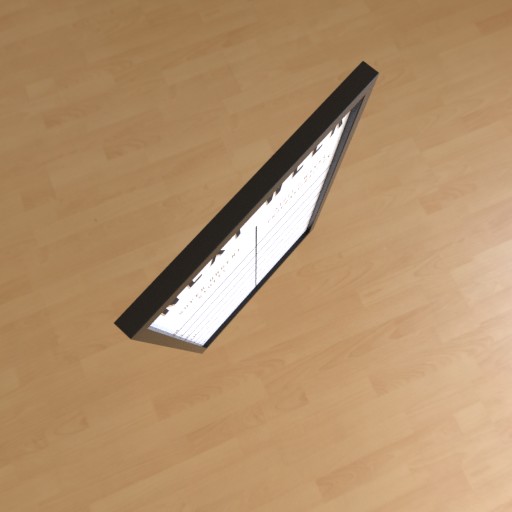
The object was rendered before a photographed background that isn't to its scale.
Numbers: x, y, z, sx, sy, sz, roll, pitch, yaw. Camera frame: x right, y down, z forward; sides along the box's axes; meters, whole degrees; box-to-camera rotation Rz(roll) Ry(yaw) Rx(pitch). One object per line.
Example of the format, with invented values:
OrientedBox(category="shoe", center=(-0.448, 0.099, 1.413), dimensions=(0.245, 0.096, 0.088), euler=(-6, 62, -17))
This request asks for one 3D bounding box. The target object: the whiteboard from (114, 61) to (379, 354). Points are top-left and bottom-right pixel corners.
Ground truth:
OrientedBox(category="whiteboard", center=(0.000, 0.000, 0.776), dimensions=(0.026, 0.611, 0.406), euler=(41, 80, 9))
